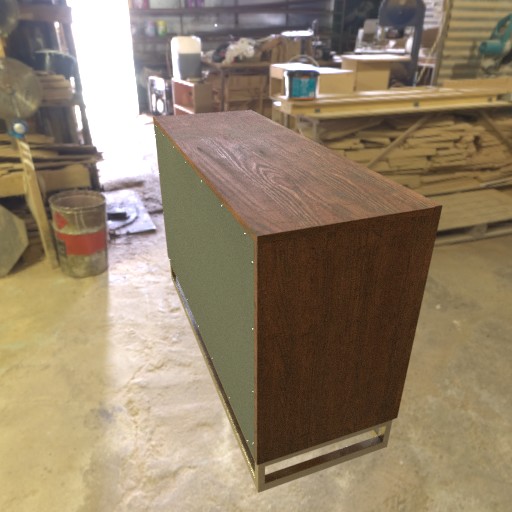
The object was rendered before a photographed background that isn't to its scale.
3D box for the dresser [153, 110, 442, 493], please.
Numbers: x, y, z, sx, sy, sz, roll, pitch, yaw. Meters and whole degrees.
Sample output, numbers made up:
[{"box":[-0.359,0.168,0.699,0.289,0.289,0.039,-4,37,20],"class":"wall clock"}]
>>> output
[{"box":[0.000,0.000,2.152,0.623,1.061,1.646,-10,30,-18],"class":"dresser"}]
